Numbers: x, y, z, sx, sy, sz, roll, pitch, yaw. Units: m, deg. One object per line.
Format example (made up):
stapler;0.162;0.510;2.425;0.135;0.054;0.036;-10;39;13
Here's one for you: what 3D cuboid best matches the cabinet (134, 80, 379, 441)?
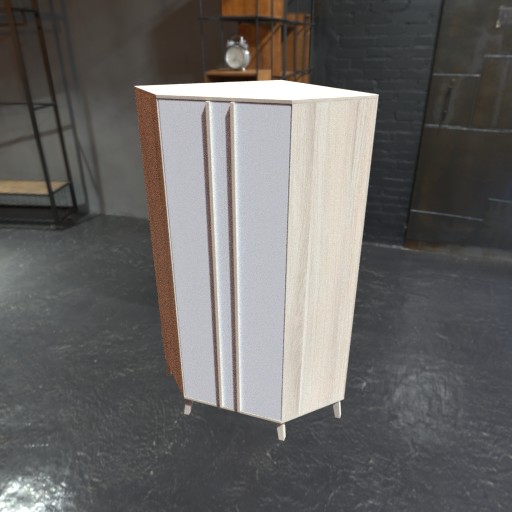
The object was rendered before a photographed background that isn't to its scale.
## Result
cabinet;0.000;0.000;2.740;1.272;1.957;0.969;8;27;17
